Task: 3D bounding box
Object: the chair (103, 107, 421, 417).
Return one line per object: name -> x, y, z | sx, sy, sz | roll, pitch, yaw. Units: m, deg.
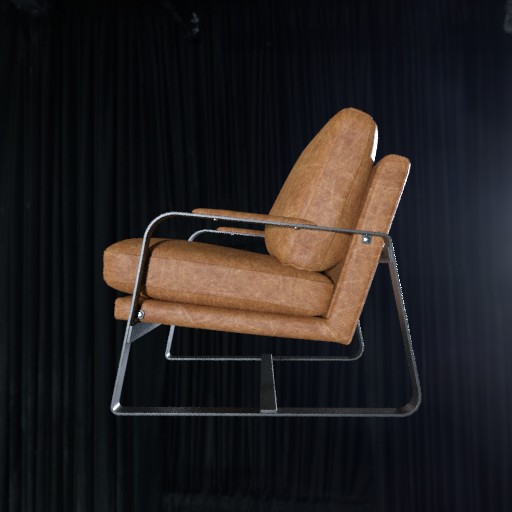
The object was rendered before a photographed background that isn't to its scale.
chair -> 0.000, 0.000, 1.393 | 0.801, 0.777, 0.651 | 0, -1, 1
